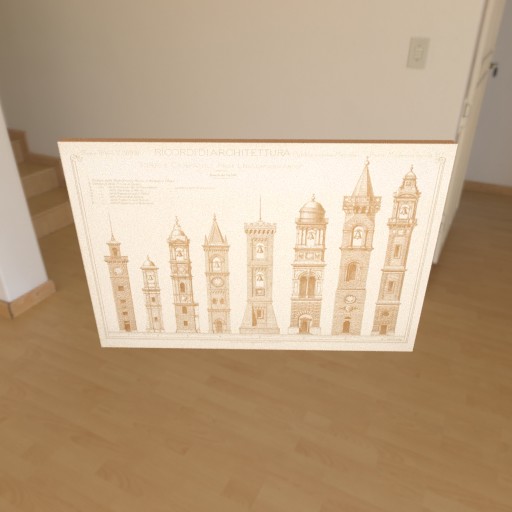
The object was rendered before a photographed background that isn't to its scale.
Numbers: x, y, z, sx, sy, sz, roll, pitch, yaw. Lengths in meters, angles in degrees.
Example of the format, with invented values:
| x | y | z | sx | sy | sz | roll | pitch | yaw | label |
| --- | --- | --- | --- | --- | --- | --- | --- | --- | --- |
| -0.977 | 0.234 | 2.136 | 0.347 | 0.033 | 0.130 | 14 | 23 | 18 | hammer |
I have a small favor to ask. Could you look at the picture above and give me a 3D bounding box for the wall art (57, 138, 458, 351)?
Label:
| x | y | z | sx | sy | sz | roll | pitch | yaw | label |
| --- | --- | --- | --- | --- | --- | --- | --- | --- | --- |
| 0.000 | 0.000 | 1.172 | 0.915 | 0.608 | 0.033 | 1 | 29 | 1 | wall art |
